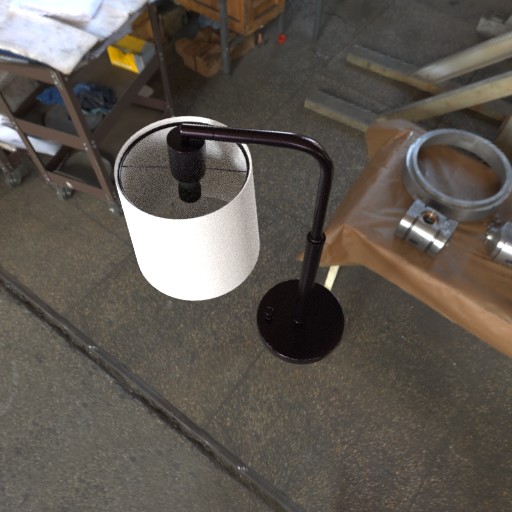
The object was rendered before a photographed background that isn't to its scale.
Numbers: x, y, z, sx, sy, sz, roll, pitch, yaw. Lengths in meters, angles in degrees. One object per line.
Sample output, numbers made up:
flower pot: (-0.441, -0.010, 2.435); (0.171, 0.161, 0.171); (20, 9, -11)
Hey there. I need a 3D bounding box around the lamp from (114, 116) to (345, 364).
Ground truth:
lamp: (0.000, 0.000, 0.641); (0.333, 0.489, 0.171); (2, 59, 1)
